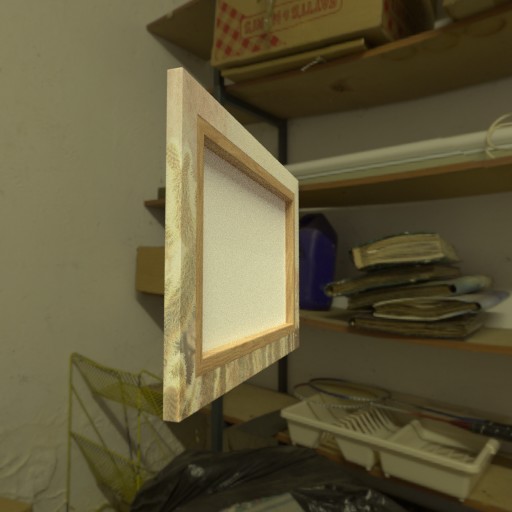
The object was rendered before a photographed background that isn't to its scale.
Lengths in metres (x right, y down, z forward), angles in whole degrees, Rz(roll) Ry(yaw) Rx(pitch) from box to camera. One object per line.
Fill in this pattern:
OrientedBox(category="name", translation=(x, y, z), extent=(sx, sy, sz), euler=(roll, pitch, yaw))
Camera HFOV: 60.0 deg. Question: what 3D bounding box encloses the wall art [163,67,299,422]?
OrientedBox(category="wall art", translation=(0.000, 0.000, 1.488), extent=(0.041, 0.758, 1.142), euler=(-1, -4, 18))
